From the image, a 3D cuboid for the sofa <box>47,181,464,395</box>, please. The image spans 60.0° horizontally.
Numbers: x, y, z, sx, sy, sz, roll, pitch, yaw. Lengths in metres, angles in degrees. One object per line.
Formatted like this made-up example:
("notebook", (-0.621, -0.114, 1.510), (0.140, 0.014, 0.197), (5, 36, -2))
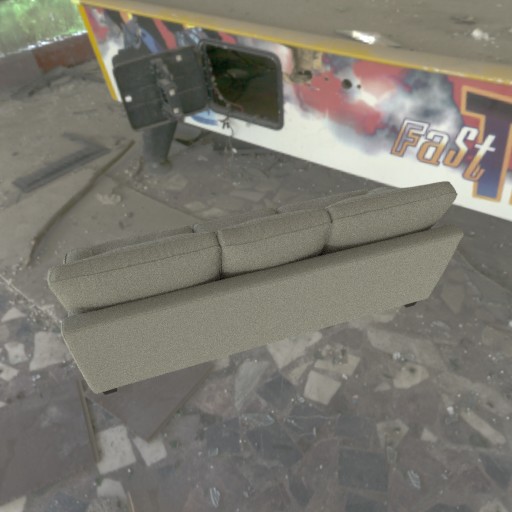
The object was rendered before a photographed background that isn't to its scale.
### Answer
("sofa", (0.000, 0.000, 2.884), (2.323, 0.997, 1.016), (-13, 43, -14))
